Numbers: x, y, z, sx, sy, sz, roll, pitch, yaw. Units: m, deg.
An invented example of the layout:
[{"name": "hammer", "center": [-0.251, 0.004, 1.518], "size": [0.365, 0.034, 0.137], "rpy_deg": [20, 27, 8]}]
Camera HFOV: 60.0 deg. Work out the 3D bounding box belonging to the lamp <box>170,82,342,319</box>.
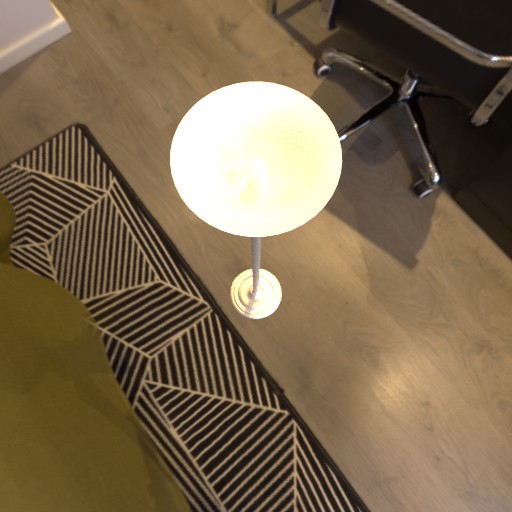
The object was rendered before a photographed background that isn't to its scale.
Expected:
[{"name": "lamp", "center": [0.000, 0.000, 1.899], "size": [0.405, 1.771, 0.405], "rpy_deg": [21, 75, 6]}]
